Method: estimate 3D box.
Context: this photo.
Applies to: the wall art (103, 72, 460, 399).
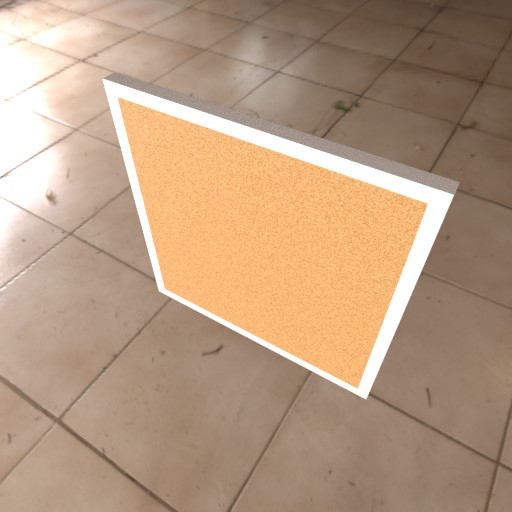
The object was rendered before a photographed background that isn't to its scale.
[{"bbox_3d":[0.000,0.000,1.135,0.762,0.762,0.038,24,52,20],"label":"wall art"}]
